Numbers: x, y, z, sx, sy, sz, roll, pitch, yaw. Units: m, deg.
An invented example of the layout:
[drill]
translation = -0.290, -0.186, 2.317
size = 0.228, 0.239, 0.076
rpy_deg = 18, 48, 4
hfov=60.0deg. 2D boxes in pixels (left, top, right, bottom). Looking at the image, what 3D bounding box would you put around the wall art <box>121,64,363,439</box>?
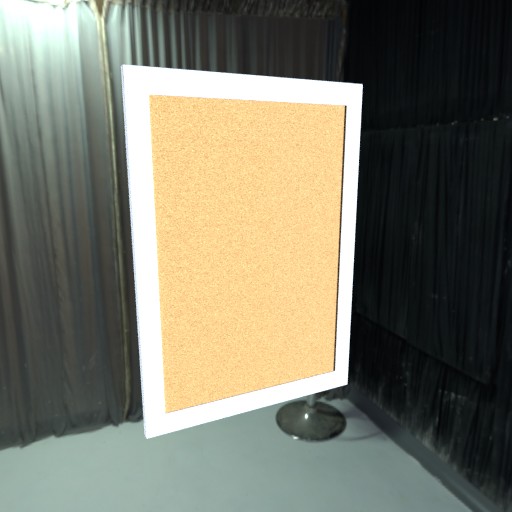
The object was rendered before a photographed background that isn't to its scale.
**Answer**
[wall art]
translation = 0.000, 0.000, 0.694
size = 0.374, 0.529, 0.012
rpy_deg = -6, 14, -25
